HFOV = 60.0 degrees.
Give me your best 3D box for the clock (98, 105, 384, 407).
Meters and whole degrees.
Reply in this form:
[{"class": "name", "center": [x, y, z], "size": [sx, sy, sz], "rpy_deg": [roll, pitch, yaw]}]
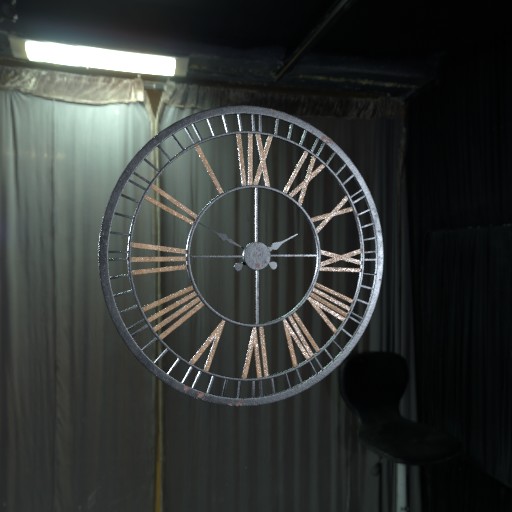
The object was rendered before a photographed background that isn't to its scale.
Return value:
[{"class": "clock", "center": [0.000, 0.000, 1.259], "size": [0.843, 0.843, 0.025], "rpy_deg": [0, 0, -20]}]
